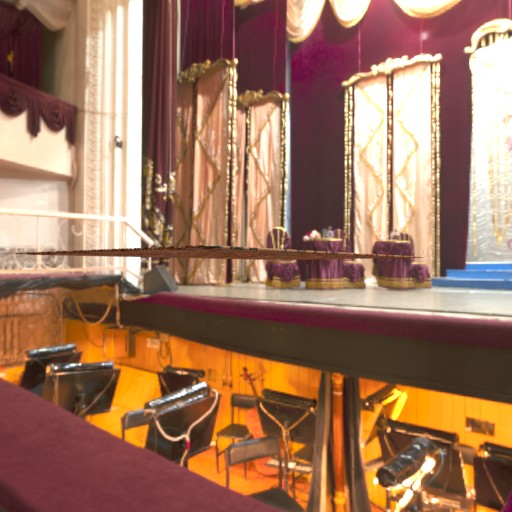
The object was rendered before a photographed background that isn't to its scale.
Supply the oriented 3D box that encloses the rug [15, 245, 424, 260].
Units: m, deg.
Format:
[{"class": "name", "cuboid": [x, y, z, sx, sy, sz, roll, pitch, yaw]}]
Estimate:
[{"class": "rug", "cuboid": [0.000, 0.000, 3.105, 1.523, 0.010, 2.584, -1, -2, 38]}]
